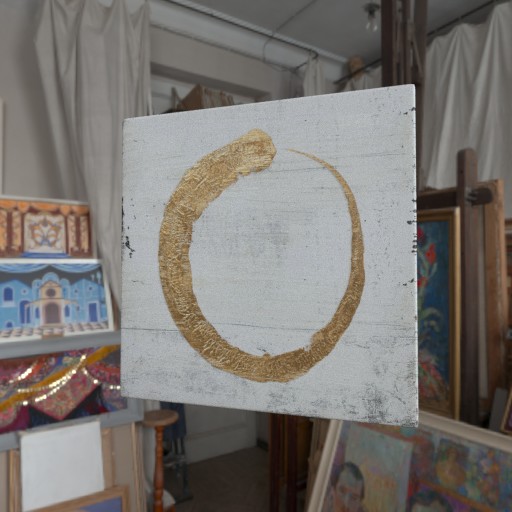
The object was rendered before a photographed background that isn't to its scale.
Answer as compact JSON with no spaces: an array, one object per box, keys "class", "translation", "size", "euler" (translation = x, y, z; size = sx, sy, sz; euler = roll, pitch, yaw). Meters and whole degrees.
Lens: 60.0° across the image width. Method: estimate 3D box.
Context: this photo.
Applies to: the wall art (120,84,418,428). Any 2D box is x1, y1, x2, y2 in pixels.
[{"class":"wall art","translation":[0.000,0.000,0.897],"size":[0.610,0.611,0.040],"euler":[-1,-2,18]}]
